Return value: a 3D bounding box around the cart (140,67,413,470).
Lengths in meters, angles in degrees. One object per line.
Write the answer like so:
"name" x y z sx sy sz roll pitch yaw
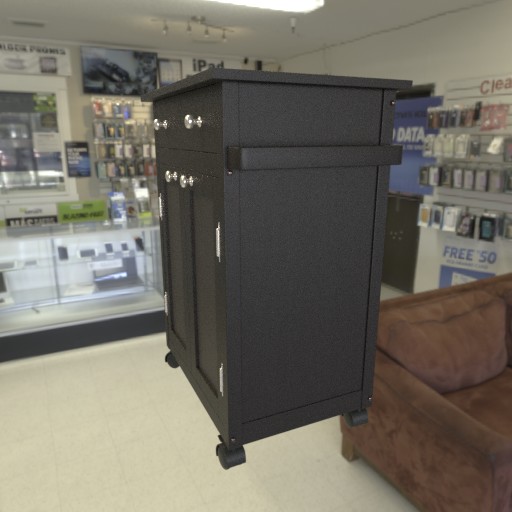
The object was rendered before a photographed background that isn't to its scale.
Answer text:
"cart" 0.000 0.000 1.240 0.456 0.879 0.660 -7 17 -24
